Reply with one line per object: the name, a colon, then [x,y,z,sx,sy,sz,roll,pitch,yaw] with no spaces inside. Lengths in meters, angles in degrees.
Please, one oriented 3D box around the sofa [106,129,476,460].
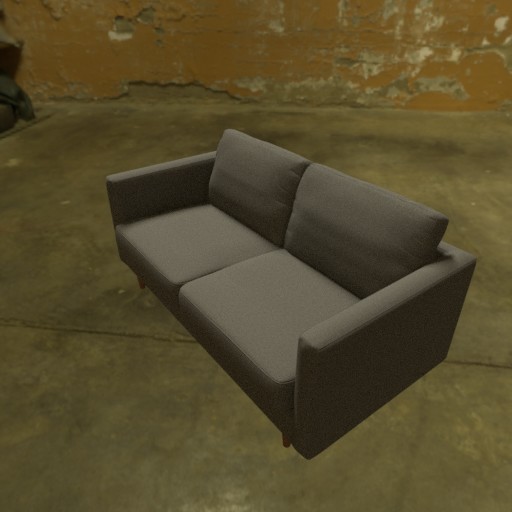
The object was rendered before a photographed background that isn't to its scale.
sofa: [0.000,0.000,2.219,0.940,0.866,1.713,-22,38,-31]
